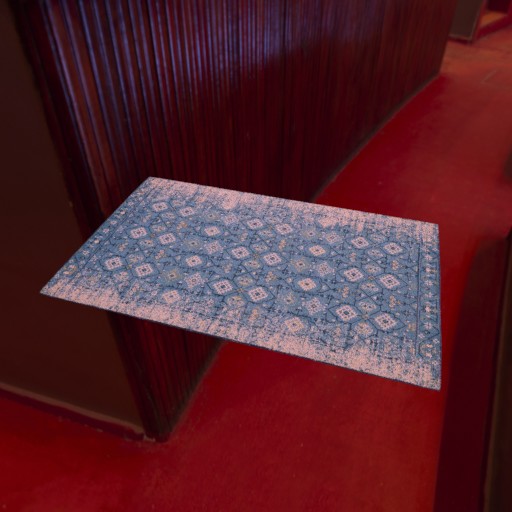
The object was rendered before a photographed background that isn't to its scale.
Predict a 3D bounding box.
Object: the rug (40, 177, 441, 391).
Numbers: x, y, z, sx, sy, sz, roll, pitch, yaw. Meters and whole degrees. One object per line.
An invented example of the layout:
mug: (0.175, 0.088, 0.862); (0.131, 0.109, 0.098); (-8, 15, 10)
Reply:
rug: (0.000, 0.000, 2.261); (1.795, 0.008, 1.102); (11, 42, 13)
